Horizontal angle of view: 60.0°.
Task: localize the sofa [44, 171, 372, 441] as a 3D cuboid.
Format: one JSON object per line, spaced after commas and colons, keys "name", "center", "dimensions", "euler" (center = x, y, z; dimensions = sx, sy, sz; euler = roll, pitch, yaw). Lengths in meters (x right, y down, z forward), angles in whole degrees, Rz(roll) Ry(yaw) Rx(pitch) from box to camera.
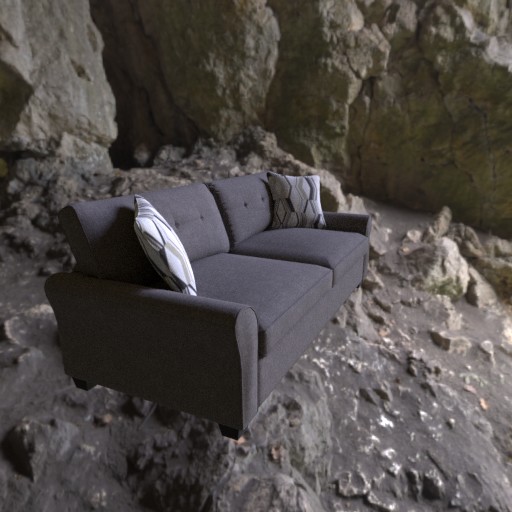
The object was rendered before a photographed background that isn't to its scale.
{"name": "sofa", "center": [0.000, 0.000, 2.462], "dimensions": [0.889, 0.813, 2.032], "euler": [7, 17, 25]}
